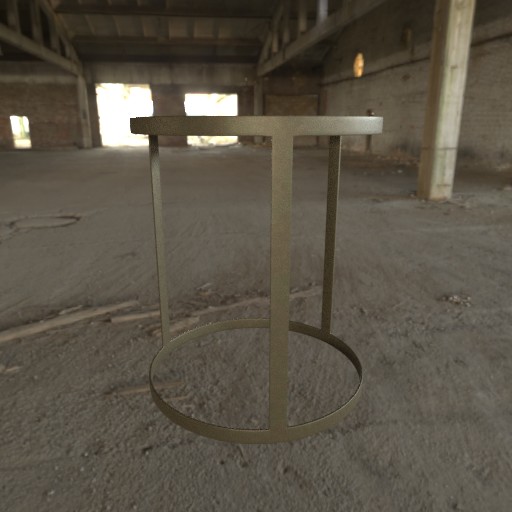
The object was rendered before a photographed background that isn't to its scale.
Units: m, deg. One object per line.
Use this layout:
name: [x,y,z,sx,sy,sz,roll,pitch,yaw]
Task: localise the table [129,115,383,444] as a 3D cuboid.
table: [0.000,0.000,0.948,0.480,0.565,0.480,0,17,0]
